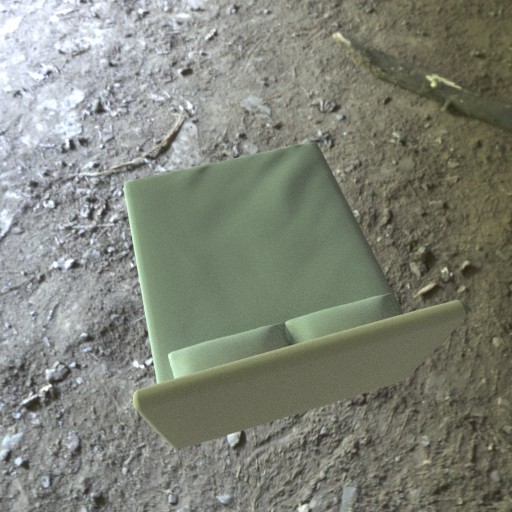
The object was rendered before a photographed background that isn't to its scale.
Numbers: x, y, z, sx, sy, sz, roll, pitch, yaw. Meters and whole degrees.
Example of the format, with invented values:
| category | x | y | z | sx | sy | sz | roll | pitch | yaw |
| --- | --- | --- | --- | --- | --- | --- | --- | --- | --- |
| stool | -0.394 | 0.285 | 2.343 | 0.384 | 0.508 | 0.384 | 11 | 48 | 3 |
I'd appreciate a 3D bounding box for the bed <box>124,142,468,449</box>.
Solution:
| category | x | y | z | sx | sy | sz | roll | pitch | yaw |
| --- | --- | --- | --- | --- | --- | --- | --- | --- | --- |
| bed | 0.000 | 0.000 | 3.324 | 1.884 | 1.330 | 2.142 | -14 | 59 | -8 |
